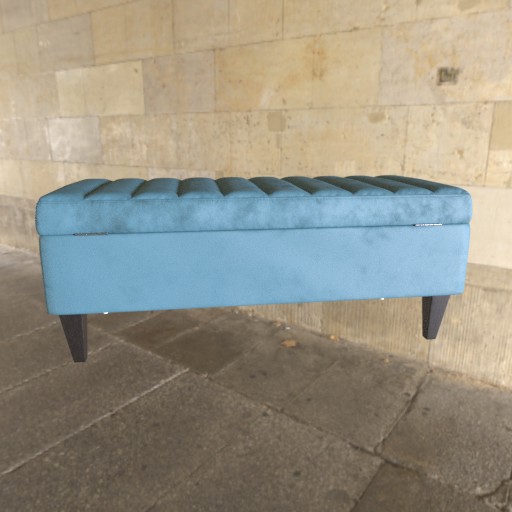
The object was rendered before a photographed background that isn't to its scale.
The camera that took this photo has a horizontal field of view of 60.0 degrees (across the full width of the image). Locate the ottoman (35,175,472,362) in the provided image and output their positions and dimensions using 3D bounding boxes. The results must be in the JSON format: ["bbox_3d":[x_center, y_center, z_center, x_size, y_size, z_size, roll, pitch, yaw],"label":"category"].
[{"bbox_3d":[0.000,0.000,1.404,1.151,0.469,0.482,-2,15,-8],"label":"ottoman"}]
